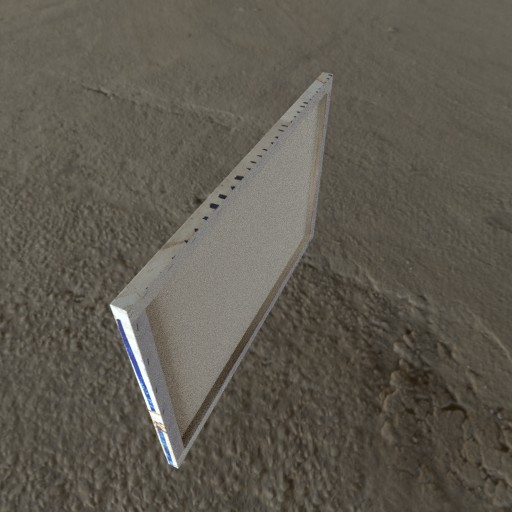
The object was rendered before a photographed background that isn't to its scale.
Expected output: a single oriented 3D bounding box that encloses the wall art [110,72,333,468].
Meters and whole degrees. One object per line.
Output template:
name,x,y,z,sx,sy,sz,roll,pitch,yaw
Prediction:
wall art,0.000,0.000,1.430,0.038,0.757,1.143,19,48,18
